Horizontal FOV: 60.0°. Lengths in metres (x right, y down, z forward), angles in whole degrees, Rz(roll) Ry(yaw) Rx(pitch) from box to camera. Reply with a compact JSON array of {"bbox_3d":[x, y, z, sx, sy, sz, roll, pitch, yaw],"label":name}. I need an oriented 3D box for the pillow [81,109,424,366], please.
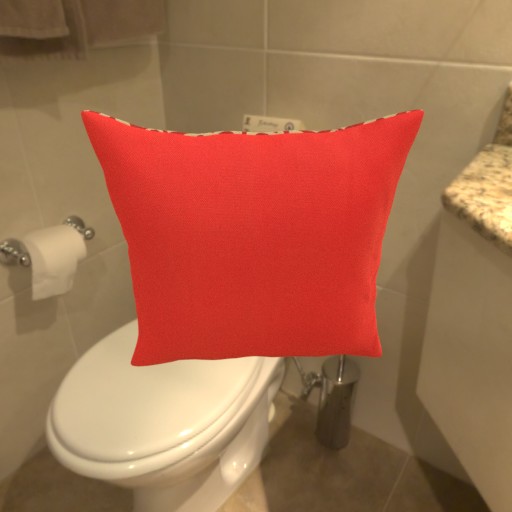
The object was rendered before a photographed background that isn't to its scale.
[{"bbox_3d":[0.000,0.000,0.792,0.522,0.507,0.192,-1,30,-2],"label":"pillow"}]
